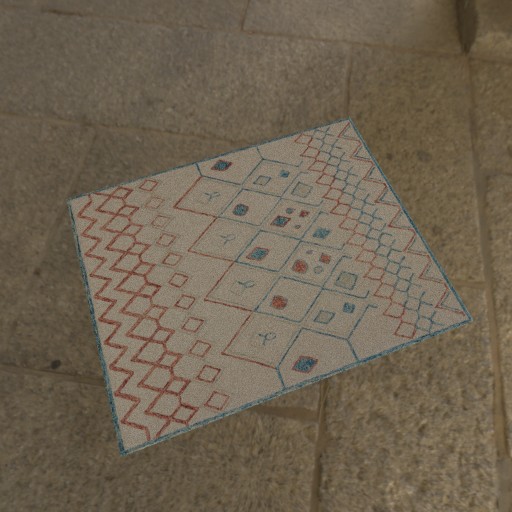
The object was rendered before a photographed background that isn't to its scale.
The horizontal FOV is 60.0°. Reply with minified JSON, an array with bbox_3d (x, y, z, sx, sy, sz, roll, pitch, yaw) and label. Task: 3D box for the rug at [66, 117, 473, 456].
[{"bbox_3d":[0.000,0.000,4.047,3.050,0.016,2.441,-18,65,-9],"label":"rug"}]
